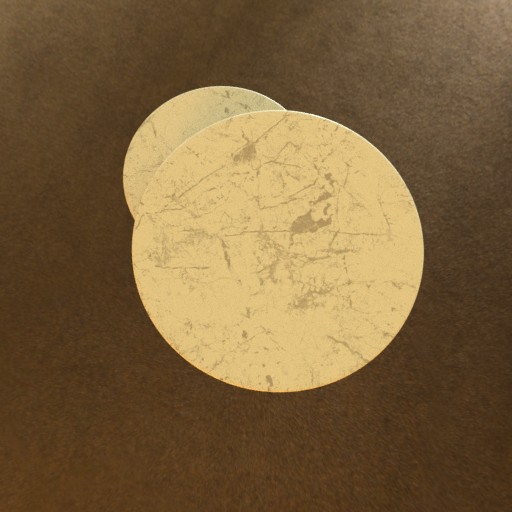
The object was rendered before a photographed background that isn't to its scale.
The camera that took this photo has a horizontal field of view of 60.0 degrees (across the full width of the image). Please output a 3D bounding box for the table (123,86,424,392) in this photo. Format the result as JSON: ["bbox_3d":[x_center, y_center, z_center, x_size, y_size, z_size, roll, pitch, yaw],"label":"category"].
[{"bbox_3d":[0.000,0.000,0.887,0.400,0.550,0.507,-33,79,-8],"label":"table"}]
